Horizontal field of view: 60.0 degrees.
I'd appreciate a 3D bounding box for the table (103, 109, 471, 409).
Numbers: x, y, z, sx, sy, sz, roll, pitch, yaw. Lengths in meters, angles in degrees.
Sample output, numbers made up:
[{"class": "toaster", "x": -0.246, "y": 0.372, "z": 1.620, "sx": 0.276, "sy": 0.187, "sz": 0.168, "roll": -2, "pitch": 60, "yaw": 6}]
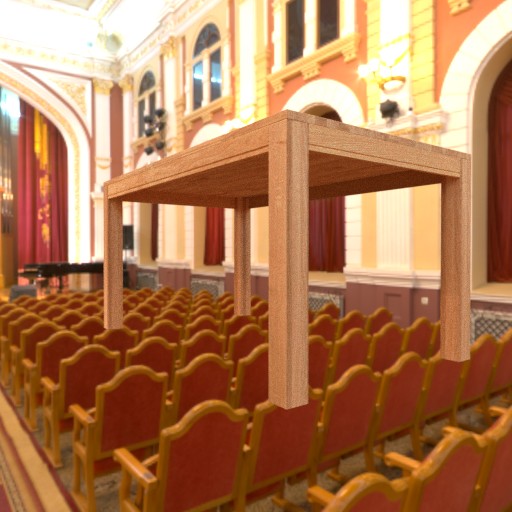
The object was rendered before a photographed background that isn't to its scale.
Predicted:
[{"class": "table", "x": 0.000, "y": 0.000, "z": 2.004, "sx": 0.900, "sy": 0.770, "sz": 1.500, "roll": 0, "pitch": 1, "yaw": -36}]
